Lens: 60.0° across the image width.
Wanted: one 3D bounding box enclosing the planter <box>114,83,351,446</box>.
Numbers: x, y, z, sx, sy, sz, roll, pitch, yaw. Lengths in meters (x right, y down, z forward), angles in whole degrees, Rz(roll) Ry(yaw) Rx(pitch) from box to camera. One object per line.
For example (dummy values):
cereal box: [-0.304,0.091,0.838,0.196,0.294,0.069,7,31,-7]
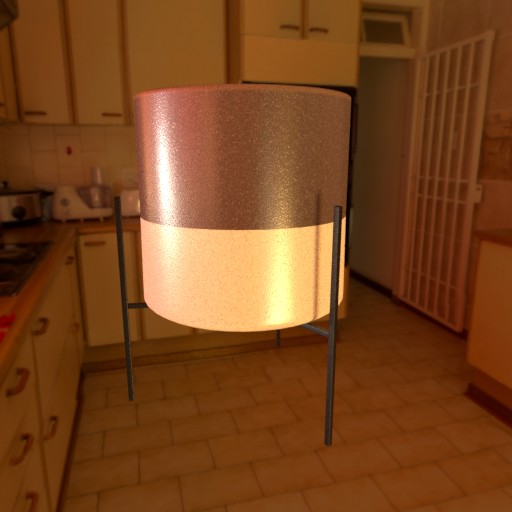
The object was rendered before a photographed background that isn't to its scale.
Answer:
planter: [0.000,0.000,0.522,0.260,0.353,0.250,13,18,42]
